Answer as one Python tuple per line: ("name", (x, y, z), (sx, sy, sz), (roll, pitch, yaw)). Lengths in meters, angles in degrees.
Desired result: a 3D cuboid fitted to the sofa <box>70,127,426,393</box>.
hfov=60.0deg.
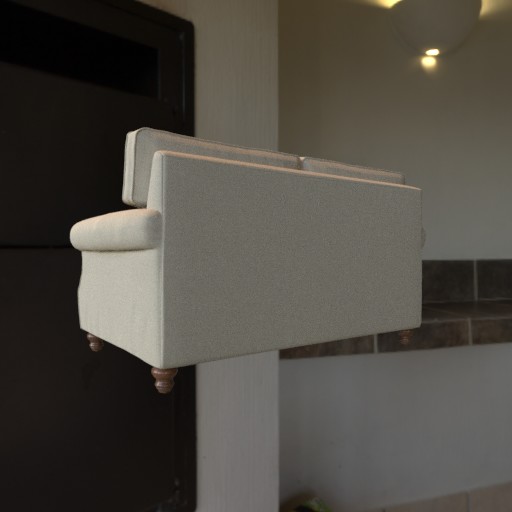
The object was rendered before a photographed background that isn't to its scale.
("sofa", (0.000, 0.000, 2.261), (1.665, 0.937, 0.964), (0, 1, -36))
